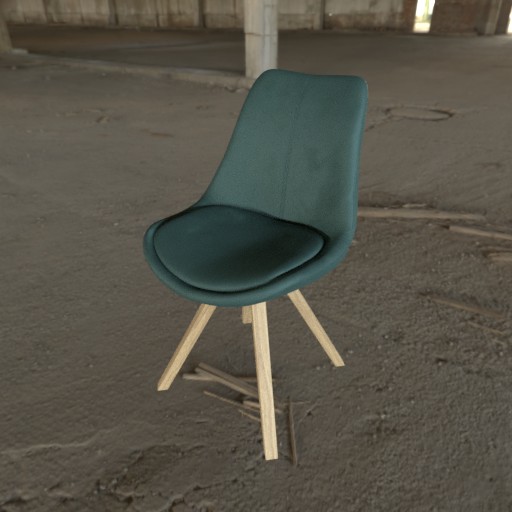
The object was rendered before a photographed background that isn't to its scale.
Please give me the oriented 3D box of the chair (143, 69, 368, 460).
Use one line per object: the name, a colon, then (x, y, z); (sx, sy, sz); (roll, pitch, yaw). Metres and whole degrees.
chair: (0.000, 0.000, 1.185); (0.483, 0.865, 0.547); (20, 35, 31)
